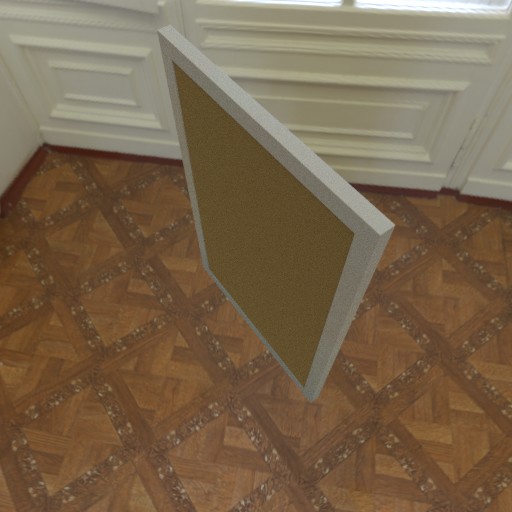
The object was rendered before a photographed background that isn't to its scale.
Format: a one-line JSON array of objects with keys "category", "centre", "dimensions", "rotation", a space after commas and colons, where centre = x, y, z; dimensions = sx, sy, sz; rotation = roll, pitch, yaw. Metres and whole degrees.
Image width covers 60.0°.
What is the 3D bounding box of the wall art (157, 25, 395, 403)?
[{"category": "wall art", "centre": [0.000, 0.000, 1.412], "dimensions": [0.038, 1.143, 0.764], "rotation": [-32, 63, -19]}]
